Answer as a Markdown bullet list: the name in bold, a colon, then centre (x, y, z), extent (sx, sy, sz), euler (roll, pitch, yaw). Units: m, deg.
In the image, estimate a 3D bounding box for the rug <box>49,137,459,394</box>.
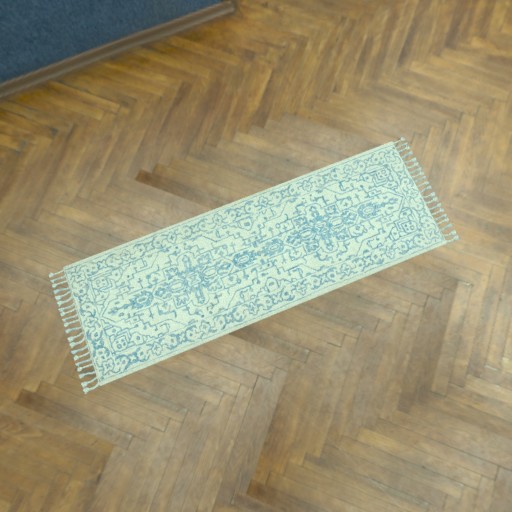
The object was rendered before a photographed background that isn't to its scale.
- **rug**: centre (0.000, 0.000, 2.748), extent (2.449, 0.011, 0.774), euler (-22, 77, -5)
